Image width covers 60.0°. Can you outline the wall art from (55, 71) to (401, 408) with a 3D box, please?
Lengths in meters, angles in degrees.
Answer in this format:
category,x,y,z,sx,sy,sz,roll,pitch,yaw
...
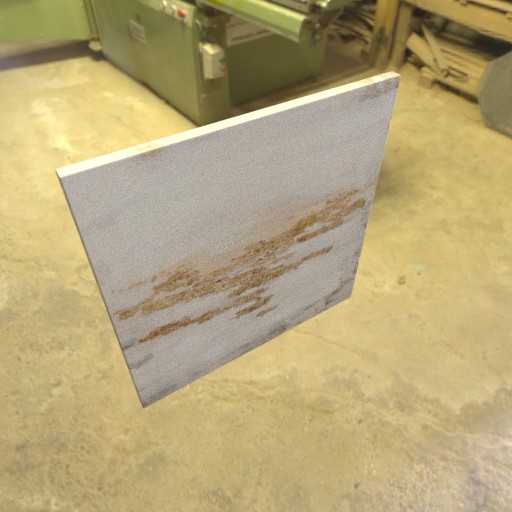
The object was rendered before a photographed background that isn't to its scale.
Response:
category,x,y,z,sx,sy,sz,roll,pitch,yaw
wall art,0.000,0.000,1.503,1.015,1.018,0.040,-24,49,-23
